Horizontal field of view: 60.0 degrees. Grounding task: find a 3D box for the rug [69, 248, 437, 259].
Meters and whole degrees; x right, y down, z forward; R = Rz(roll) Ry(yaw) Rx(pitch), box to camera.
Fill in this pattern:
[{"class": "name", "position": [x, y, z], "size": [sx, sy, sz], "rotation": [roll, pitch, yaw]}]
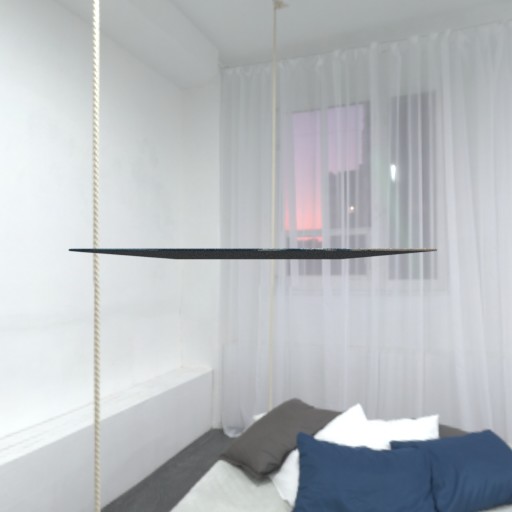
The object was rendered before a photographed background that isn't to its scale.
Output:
[{"class": "rug", "position": [0.000, 0.000, 2.367], "size": [1.232, 0.009, 1.836], "rotation": [0, -1, 1]}]
